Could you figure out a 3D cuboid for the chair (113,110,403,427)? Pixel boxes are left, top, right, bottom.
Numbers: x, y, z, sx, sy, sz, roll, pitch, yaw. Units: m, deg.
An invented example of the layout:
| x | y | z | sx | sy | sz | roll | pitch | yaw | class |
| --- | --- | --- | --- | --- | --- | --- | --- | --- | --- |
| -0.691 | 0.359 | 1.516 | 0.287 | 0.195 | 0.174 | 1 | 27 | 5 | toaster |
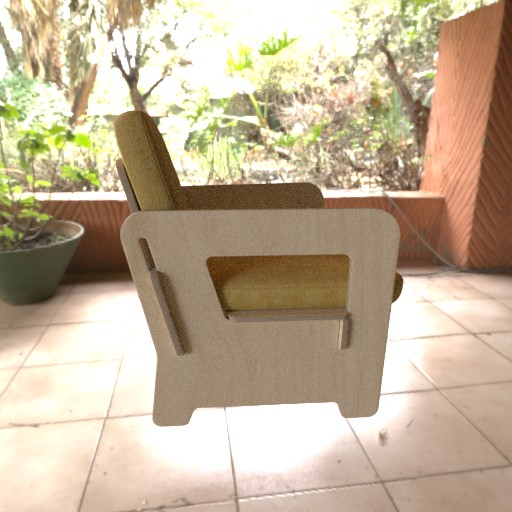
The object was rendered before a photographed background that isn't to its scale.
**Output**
| x | y | z | sx | sy | sz | roll | pitch | yaw | class |
| --- | --- | --- | --- | --- | --- | --- | --- | --- | --- |
| 0.000 | 0.000 | 1.300 | 0.710 | 0.800 | 0.590 | -3 | 16 | -9 | chair |
